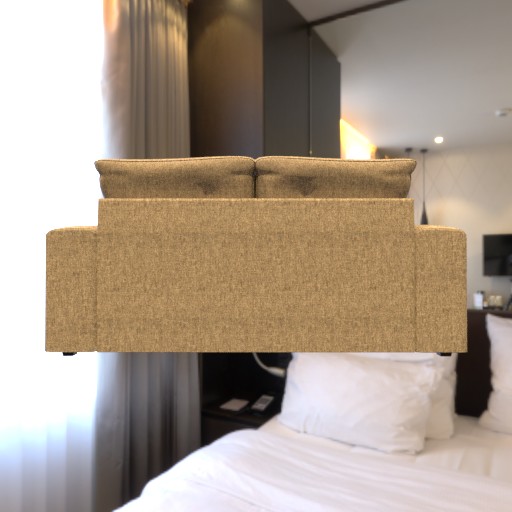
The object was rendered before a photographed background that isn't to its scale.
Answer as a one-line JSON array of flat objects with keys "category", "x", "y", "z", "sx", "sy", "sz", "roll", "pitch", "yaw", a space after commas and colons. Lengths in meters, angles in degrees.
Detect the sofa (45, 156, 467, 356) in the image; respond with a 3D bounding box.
[{"category": "sofa", "x": 0.000, "y": 0.000, "z": 2.387, "sx": 1.758, "sy": 0.877, "sz": 1.094, "roll": 0, "pitch": -1, "yaw": 0}]
